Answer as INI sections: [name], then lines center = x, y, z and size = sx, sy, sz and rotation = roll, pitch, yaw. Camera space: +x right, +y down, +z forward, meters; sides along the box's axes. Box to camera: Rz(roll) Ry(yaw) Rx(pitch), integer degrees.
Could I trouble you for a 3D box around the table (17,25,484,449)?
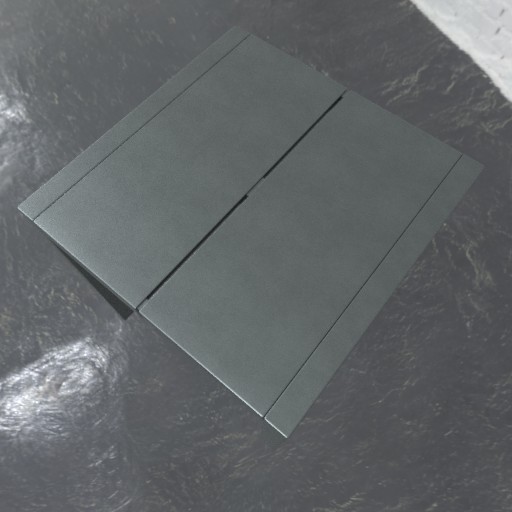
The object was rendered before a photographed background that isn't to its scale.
[table]
center = 0.000, 0.000, 0.903
size = 0.508, 0.508, 0.508
rotation = 36, 70, 15
